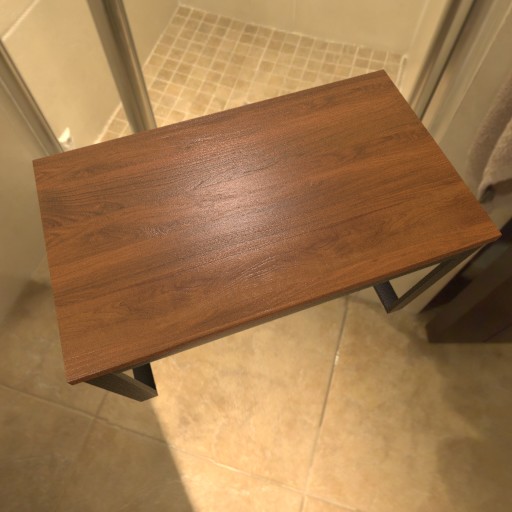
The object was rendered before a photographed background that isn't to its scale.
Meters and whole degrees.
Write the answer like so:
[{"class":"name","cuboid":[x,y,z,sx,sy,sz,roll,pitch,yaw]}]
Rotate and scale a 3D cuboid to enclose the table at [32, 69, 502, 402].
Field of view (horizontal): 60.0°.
[{"class":"table","cuboid":[0.000,0.000,1.634,1.205,0.760,0.714,-18,64,-9]}]
